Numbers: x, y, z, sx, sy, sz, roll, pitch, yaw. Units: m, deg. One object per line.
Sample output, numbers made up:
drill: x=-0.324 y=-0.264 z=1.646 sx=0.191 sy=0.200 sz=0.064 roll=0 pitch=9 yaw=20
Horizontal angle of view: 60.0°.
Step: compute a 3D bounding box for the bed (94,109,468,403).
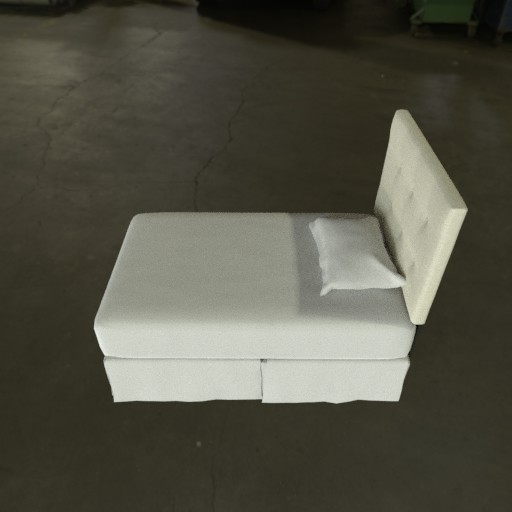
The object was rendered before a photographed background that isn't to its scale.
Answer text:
bed: x=0.000 y=0.000 z=2.972 sx=1.997 sy=1.571 sz=1.261 roll=0 pitch=41 yaw=0
